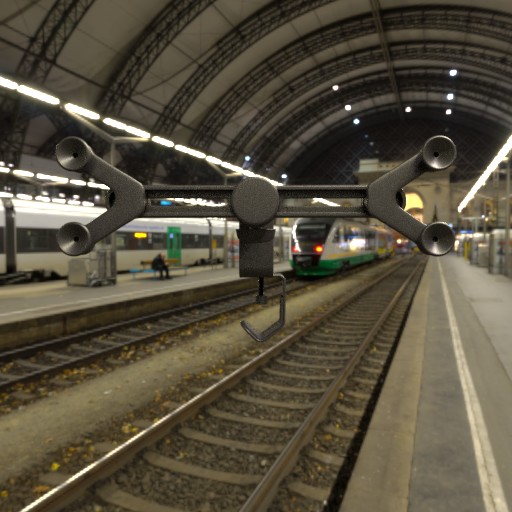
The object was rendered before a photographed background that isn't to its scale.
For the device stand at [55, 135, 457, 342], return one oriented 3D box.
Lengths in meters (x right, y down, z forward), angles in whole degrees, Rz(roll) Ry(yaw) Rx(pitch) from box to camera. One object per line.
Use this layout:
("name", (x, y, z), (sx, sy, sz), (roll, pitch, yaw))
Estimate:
("device stand", (0.000, 0.000, 0.370), (0.270, 0.166, 0.142), (0, 2, 1))
